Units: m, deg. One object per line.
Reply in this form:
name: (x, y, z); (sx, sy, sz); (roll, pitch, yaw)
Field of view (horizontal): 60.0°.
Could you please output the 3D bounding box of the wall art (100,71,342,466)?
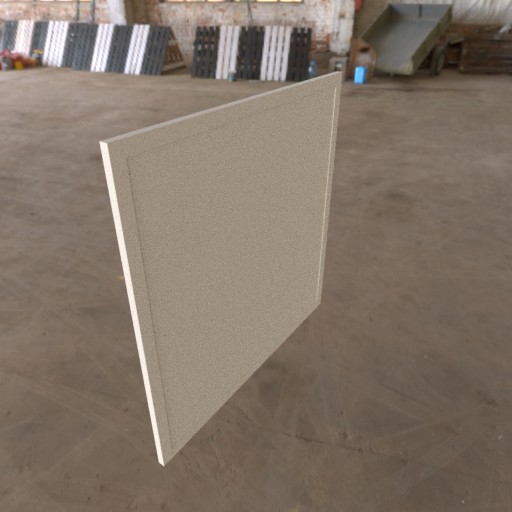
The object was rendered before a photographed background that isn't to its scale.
wall art: (0.000, 0.000, 0.956); (0.015, 0.660, 0.660); (20, 37, 30)
